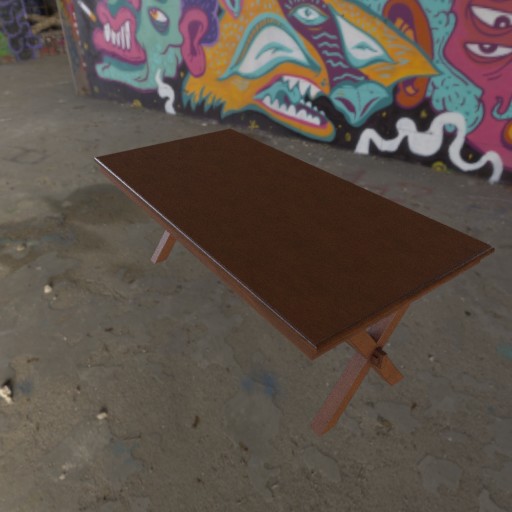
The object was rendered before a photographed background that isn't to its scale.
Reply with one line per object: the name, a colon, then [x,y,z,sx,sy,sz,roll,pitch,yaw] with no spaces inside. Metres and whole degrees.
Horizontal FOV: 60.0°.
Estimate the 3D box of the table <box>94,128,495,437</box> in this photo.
table: [0.000,0.000,1.479,0.594,0.459,1.197,-22,39,-29]
